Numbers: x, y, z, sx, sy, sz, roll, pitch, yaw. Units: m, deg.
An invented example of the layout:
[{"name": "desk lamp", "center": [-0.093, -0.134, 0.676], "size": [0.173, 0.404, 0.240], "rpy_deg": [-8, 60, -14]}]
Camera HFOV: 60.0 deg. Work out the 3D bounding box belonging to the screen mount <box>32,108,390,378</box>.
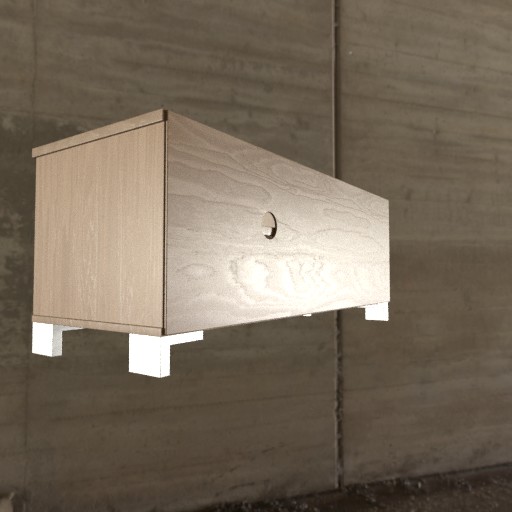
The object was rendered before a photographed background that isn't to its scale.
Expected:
[{"name": "screen mount", "center": [0.000, 0.000, 1.262], "size": [0.406, 0.432, 1.084], "rpy_deg": [-2, -3, 35]}]
